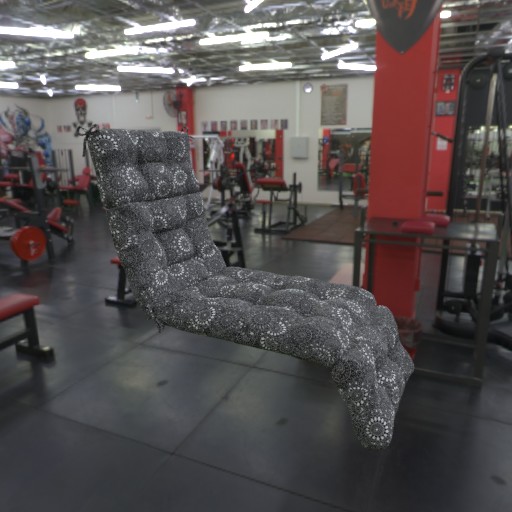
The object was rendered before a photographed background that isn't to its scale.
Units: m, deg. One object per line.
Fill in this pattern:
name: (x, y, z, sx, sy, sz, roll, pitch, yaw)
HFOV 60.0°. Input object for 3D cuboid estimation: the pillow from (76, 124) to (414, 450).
pillow: (0.000, 0.000, 1.477, 1.016, 0.863, 0.526, 7, 16, 26)
